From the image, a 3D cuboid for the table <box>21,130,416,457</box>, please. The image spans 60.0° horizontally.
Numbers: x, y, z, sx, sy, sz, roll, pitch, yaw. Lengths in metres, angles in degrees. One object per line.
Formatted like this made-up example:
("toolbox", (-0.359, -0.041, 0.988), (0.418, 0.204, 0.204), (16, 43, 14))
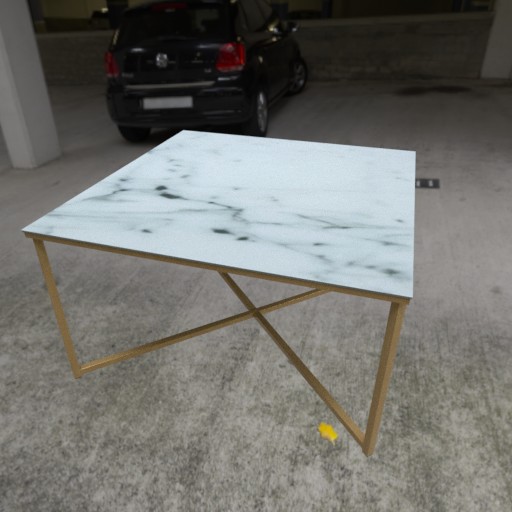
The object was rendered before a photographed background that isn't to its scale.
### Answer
("table", (0.000, 0.000, 1.285), (0.800, 0.450, 0.800), (9, 33, 15))
